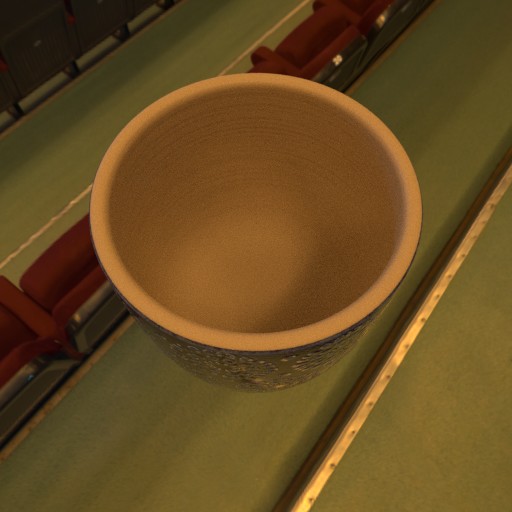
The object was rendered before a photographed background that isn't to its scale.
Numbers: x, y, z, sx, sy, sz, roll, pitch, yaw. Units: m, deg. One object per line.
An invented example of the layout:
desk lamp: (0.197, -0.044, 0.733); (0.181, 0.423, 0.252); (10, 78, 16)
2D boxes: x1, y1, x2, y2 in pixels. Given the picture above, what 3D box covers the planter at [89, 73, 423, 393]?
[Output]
planter: (0.000, 0.000, 0.284); (0.165, 0.149, 0.165); (0, 63, 0)
